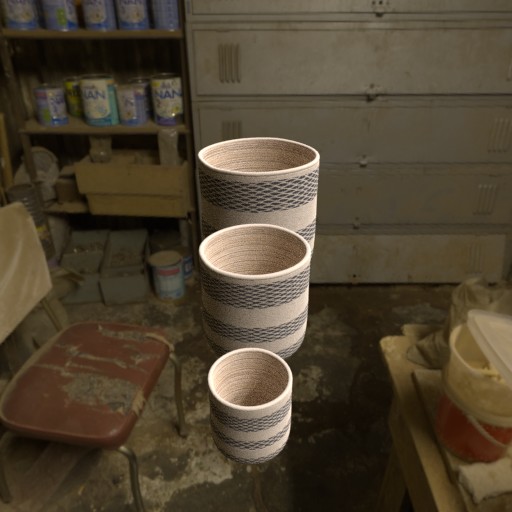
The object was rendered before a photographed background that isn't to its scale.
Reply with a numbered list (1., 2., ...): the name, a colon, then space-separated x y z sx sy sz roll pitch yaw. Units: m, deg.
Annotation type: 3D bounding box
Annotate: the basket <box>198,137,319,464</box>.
1. basket: 0.000 0.000 1.106 0.351 0.356 0.917 1 30 1
